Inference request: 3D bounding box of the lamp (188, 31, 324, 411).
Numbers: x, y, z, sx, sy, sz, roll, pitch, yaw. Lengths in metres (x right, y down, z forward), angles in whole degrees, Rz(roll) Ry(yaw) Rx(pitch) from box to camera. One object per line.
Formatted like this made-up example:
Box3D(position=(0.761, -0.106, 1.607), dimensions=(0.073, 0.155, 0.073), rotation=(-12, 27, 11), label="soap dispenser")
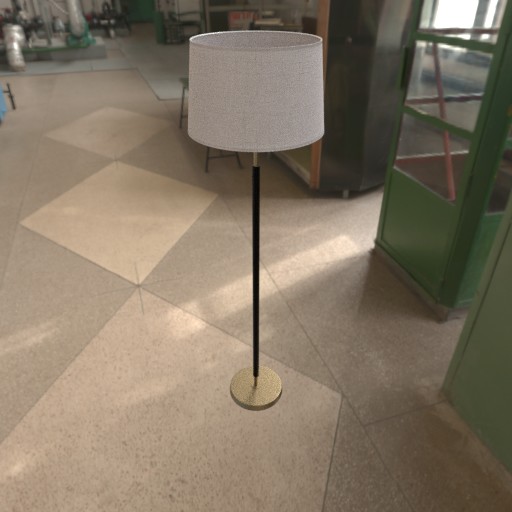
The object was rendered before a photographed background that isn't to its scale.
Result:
Box3D(position=(0.000, 0.000, 1.630), dimensions=(0.420, 1.447, 0.420), rotation=(0, 33, 0), label="lamp")
